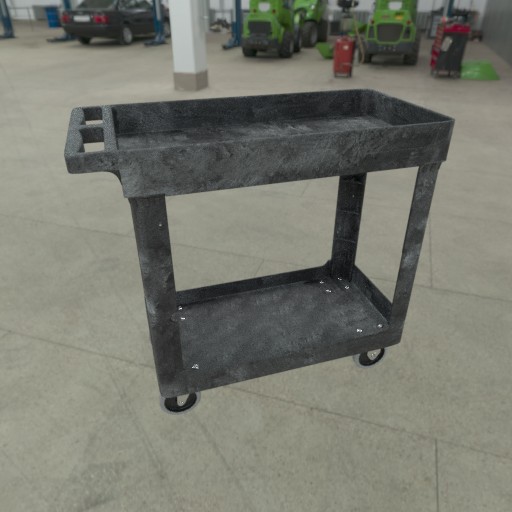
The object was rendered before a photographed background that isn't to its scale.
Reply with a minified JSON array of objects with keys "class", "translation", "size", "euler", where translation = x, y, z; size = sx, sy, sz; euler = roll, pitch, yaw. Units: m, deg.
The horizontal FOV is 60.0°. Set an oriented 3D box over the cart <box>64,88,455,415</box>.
[{"class":"cart","translation":[0.000,0.000,1.309],"size":[0.877,0.824,0.420],"euler":[-9,32,-15]}]
